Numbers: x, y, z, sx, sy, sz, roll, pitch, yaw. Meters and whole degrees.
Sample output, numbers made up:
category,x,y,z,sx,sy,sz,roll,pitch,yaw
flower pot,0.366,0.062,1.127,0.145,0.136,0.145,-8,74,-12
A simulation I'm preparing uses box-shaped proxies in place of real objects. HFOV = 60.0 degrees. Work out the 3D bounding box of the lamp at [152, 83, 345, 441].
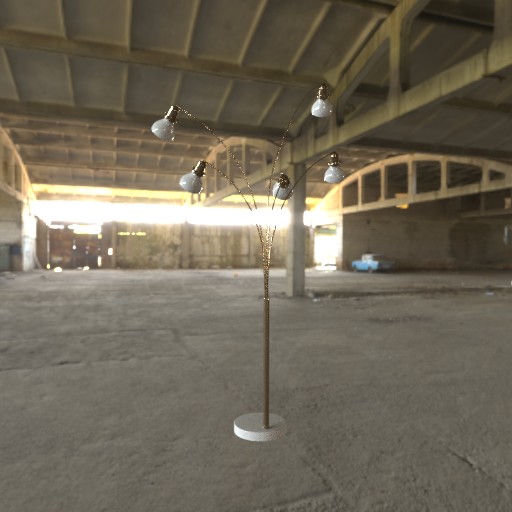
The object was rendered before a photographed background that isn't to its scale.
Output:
category,x,y,z,sx,sy,sz,roll,pitch,yaw
lamp,0.000,0.000,3.056,1.405,2.423,0.361,0,1,-19
